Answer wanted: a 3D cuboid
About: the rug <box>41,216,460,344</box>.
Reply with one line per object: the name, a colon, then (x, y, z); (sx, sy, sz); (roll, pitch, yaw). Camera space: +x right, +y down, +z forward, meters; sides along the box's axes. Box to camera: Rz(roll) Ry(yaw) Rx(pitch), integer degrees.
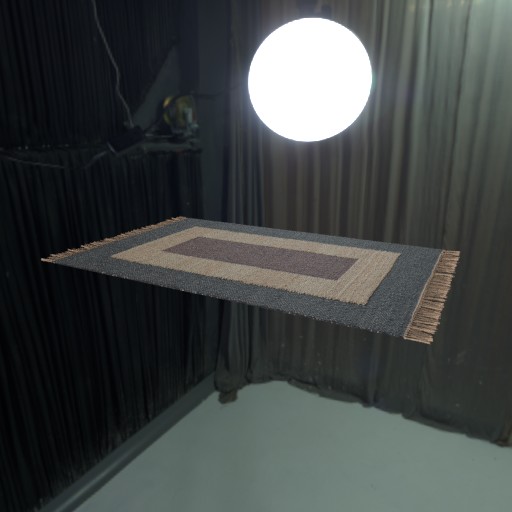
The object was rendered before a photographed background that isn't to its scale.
rug: (0.000, 0.000, 2.470); (2.021, 0.027, 1.224); (9, 19, 27)
